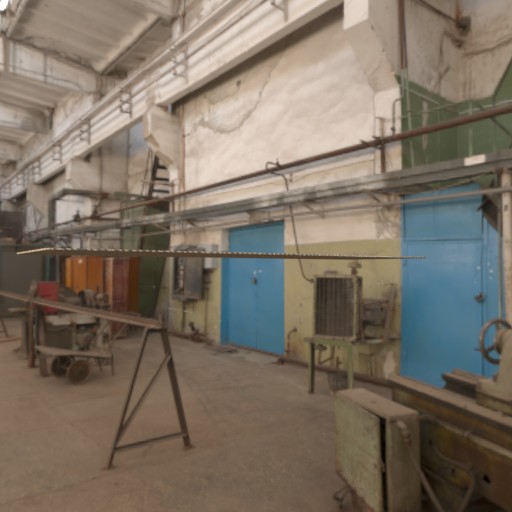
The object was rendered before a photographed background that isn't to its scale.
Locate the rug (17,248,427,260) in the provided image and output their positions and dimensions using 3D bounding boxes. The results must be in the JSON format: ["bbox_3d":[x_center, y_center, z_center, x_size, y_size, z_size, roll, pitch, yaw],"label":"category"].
[{"bbox_3d":[0.000,0.000,2.475,2.286,0.008,0.686,1,-2,-36],"label":"rug"}]
